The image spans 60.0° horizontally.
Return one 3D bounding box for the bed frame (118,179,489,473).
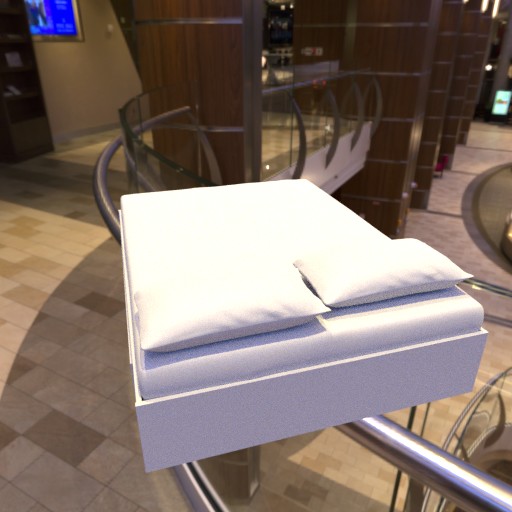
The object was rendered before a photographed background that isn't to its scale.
[{"bbox_3d":[0.000,0.000,2.484,1.450,0.629,1.950,-8,27,-15],"label":"bed frame"}]
